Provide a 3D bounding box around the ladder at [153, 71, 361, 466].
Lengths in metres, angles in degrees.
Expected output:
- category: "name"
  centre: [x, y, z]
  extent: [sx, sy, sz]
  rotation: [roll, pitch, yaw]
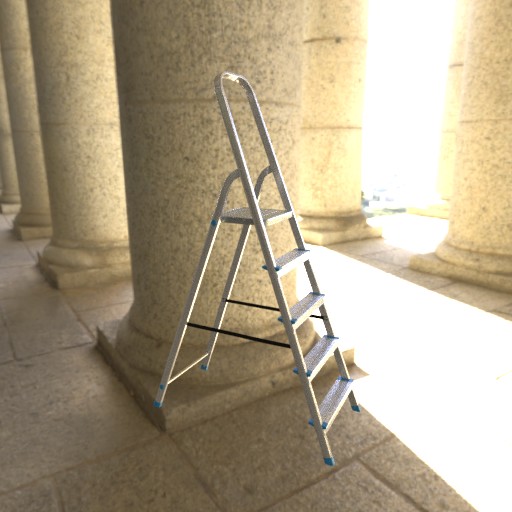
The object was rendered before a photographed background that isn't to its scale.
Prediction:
- category: "ladder"
  centre: [0.000, 0.000, 2.122]
  extent: [0.990, 1.648, 0.468]
  rotation: [7, 16, 26]
